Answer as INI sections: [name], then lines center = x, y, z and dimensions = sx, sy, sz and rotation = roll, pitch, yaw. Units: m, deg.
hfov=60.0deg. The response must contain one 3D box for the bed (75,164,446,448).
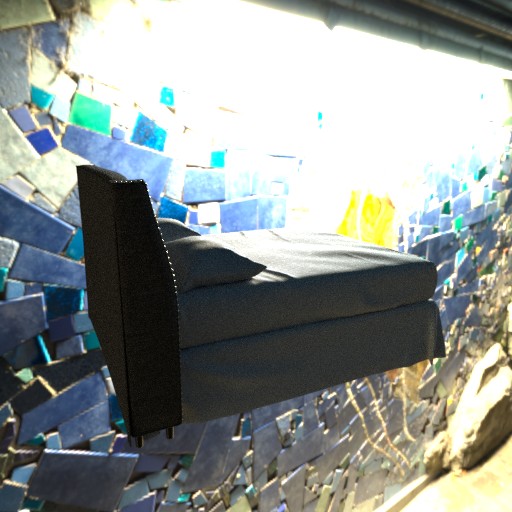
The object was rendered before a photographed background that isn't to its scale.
[bed]
center = 0.000, 0.000, 3.295
dimensions = 2.276, 1.332, 1.925
rotation = -7, 15, -25
